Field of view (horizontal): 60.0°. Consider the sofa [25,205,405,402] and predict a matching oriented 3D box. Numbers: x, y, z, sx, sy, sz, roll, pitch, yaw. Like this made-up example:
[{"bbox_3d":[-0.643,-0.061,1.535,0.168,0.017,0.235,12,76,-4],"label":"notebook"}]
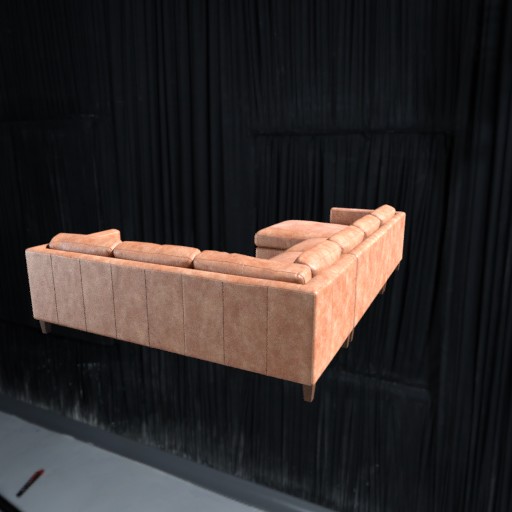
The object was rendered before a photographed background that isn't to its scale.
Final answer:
[{"bbox_3d":[0.000,0.000,4.543,2.430,0.832,3.401,7,15,25],"label":"sofa"}]
